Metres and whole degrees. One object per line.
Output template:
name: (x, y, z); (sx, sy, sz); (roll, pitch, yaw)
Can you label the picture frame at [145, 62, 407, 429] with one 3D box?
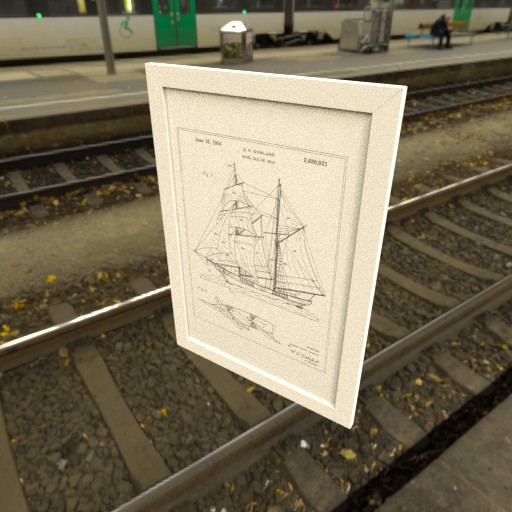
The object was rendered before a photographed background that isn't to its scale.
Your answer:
picture frame: (0.000, 0.000, 0.596); (0.326, 0.459, 0.011); (18, 35, 28)
